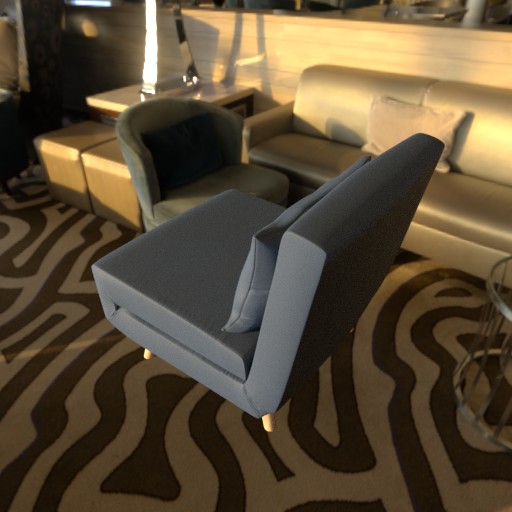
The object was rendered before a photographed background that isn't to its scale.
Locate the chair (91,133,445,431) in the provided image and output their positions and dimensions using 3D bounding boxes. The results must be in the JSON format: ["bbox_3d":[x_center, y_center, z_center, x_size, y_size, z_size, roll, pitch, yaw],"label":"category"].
[{"bbox_3d":[0.000,0.000,1.513,0.900,0.808,0.770,22,39,29],"label":"chair"}]
